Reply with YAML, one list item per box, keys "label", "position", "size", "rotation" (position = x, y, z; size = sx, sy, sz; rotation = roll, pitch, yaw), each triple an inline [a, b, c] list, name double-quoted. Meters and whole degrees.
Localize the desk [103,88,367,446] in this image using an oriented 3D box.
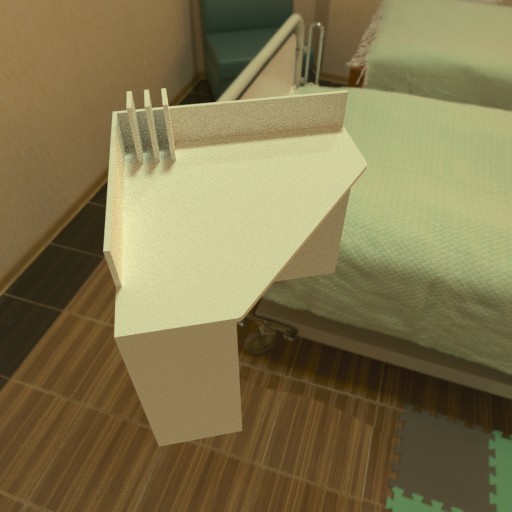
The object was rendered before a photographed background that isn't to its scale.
- label: "desk"
  position: [0.000, 0.000, 1.736]
  size: [0.940, 0.986, 0.940]
  rotation: [-8, 47, -7]
